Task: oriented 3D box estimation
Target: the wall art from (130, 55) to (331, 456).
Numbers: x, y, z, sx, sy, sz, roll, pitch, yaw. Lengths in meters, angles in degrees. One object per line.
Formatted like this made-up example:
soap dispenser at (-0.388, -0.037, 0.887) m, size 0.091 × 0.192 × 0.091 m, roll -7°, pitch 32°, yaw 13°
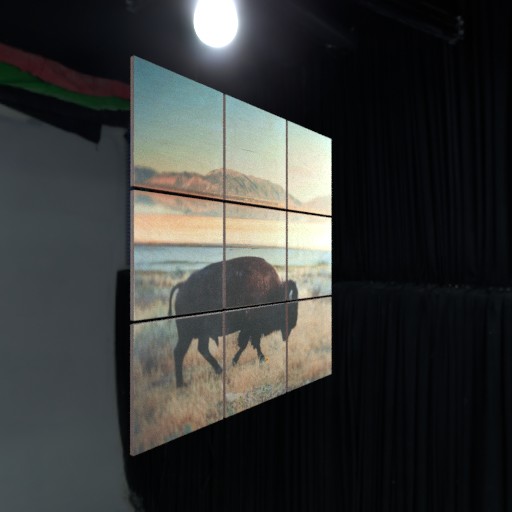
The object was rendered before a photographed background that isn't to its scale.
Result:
wall art at (0.000, 0.000, 1.359) m, size 0.018 × 0.904 × 0.906 m, roll 0°, pitch 0°, yaw 39°
